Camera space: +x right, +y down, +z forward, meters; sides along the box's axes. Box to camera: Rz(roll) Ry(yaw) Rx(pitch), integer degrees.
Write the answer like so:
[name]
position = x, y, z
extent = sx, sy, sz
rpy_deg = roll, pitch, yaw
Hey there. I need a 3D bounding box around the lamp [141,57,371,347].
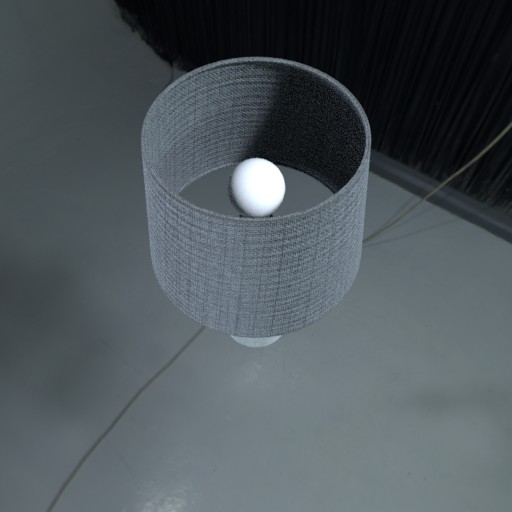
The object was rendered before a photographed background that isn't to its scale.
[lamp]
position = 0.000, 0.000, 0.568
extent = 0.251, 0.429, 0.251
rpy_deg = 0, 59, 0
